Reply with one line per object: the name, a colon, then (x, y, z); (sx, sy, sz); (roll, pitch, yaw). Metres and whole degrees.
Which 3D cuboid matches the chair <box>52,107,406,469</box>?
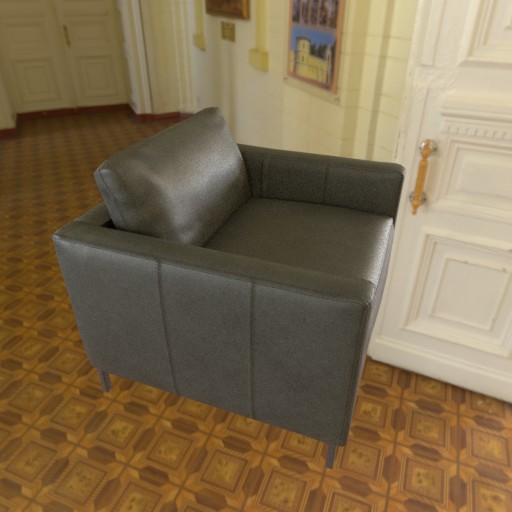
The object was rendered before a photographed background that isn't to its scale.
chair: (0.000, 0.000, 1.467); (0.861, 0.824, 0.967); (12, 34, 17)
